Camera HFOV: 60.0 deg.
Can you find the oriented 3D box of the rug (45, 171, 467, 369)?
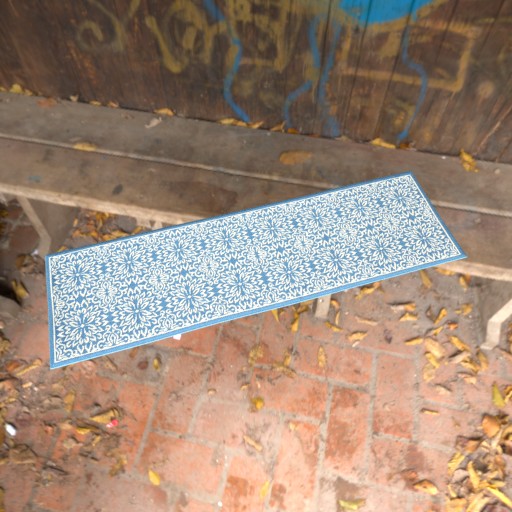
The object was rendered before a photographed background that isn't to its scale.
[{"bbox_3d":[0.000,0.000,2.405,2.196,0.011,0.662,-14,58,-9],"label":"rug"}]
